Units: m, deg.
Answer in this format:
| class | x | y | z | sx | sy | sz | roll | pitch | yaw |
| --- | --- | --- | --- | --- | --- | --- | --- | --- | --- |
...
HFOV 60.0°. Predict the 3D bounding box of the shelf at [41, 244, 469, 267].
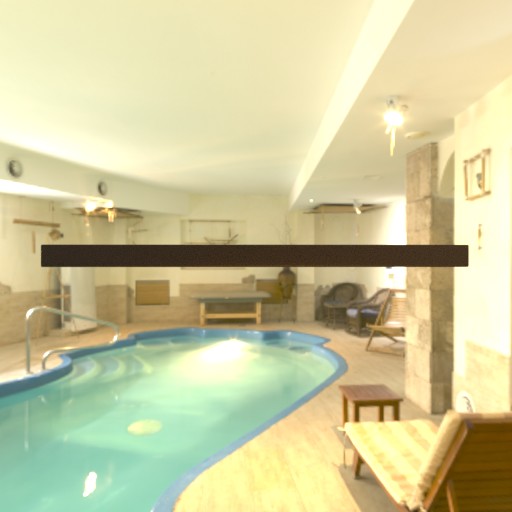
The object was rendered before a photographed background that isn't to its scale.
| class | x | y | z | sx | sy | sz | roll | pitch | yaw |
| --- | --- | --- | --- | --- | --- | --- | --- | --- | --- |
| shelf | 0.000 | 0.000 | 1.003 | 0.924 | 0.049 | 0.092 | 0 | 0 | -1 |
